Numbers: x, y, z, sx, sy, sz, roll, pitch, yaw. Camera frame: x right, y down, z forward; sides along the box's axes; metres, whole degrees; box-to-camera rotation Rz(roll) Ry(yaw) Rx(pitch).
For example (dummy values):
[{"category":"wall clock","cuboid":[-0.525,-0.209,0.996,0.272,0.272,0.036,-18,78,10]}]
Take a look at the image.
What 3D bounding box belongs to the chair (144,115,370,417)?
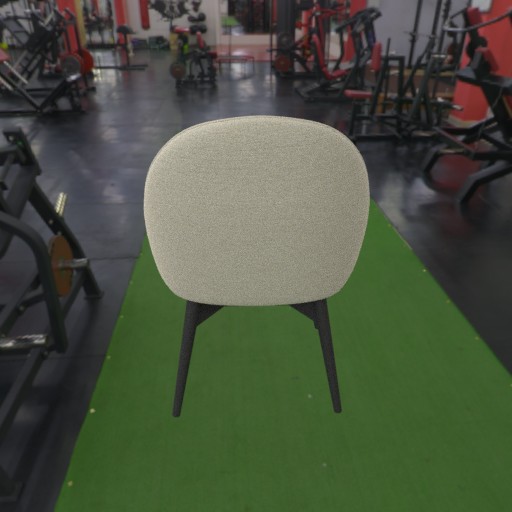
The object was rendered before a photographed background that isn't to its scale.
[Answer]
[{"category":"chair","cuboid":[0.000,0.000,1.189,0.532,0.838,0.540,-1,29,-2]}]
